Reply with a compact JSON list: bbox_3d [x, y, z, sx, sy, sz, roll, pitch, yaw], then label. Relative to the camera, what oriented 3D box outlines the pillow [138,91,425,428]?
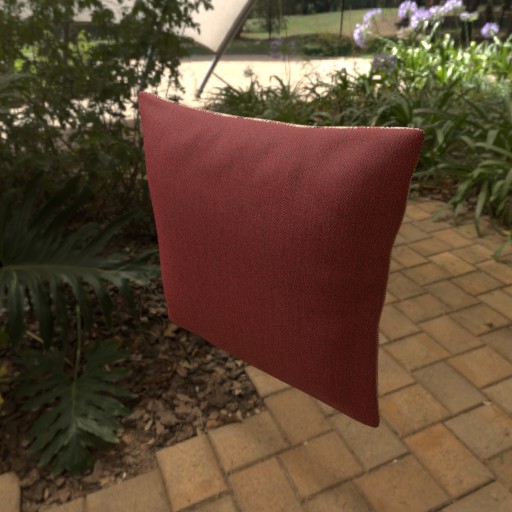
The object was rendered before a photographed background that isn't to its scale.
[{"bbox_3d":[0.000,0.000,0.764,0.513,0.497,0.166,20,34,32],"label":"pillow"}]
